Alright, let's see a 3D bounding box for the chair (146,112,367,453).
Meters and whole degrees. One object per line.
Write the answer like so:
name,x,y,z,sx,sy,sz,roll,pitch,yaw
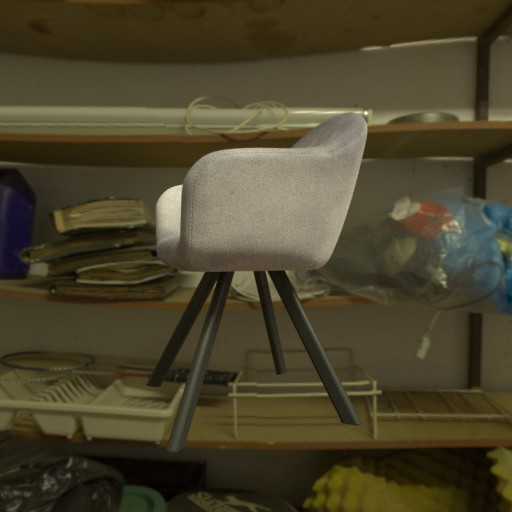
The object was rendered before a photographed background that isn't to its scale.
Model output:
chair,0.000,0.000,1.192,0.540,0.780,0.570,0,1,-19
